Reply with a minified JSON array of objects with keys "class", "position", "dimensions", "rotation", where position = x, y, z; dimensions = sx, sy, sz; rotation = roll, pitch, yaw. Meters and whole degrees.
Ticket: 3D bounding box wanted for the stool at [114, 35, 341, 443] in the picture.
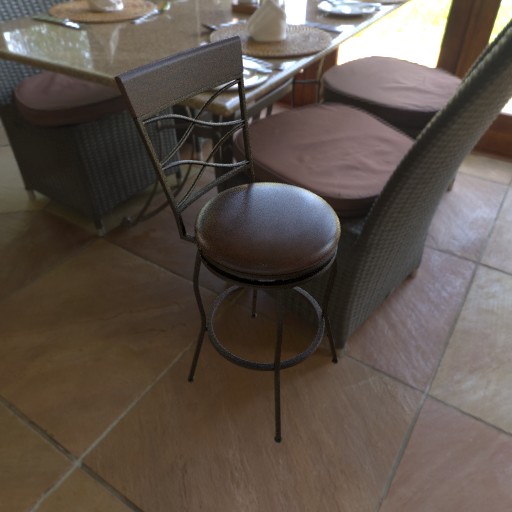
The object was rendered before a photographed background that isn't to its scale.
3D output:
[{"class":"stool","position":[0.000,0.000,1.395],"dimensions":[0.513,1.130,0.448],"rotation":[25,46,27]}]
